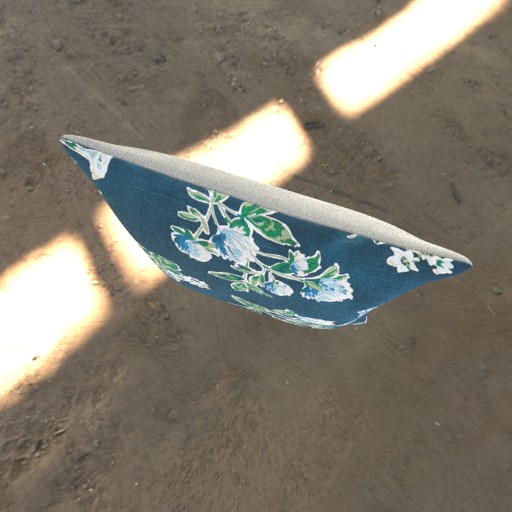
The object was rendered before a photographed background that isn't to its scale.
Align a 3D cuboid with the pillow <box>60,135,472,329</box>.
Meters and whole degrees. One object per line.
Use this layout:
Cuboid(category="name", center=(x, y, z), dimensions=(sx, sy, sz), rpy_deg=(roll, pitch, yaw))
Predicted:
Cuboid(category="pillow", center=(0.000, 0.000, 0.775), dimensions=(0.525, 0.508, 0.166), rpy_deg=(18, 76, 5))
